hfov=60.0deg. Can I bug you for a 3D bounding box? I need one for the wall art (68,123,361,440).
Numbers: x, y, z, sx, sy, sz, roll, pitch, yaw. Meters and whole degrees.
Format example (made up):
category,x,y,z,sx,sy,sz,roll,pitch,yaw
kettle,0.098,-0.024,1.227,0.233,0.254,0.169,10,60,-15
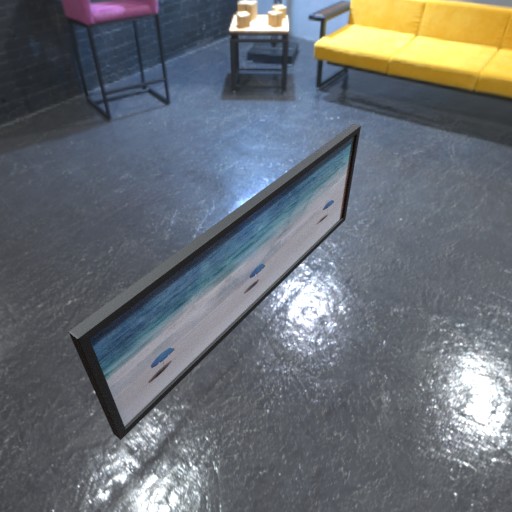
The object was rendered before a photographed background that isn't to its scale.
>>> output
category,x,y,z,sx,sy,sz,roll,pitch,yaw
wall art,0.000,0.000,1.806,0.041,0.554,1.572,27,48,27
